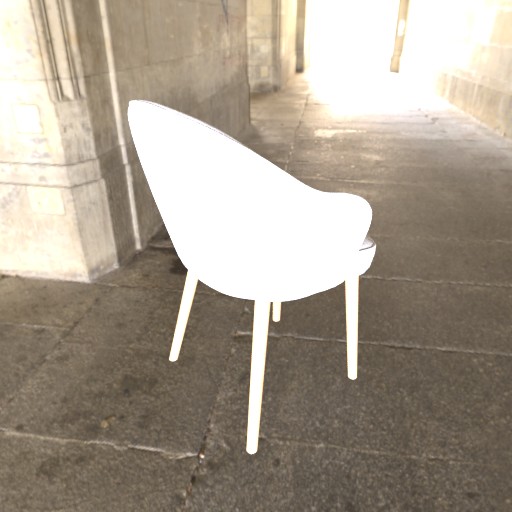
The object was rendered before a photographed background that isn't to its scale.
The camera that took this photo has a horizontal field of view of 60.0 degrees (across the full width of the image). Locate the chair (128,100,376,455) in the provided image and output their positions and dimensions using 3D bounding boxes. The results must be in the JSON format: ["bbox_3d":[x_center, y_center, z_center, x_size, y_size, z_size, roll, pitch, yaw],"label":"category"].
[{"bbox_3d":[0.000,0.000,1.142,0.530,0.800,0.540,-19,33,-32],"label":"chair"}]
